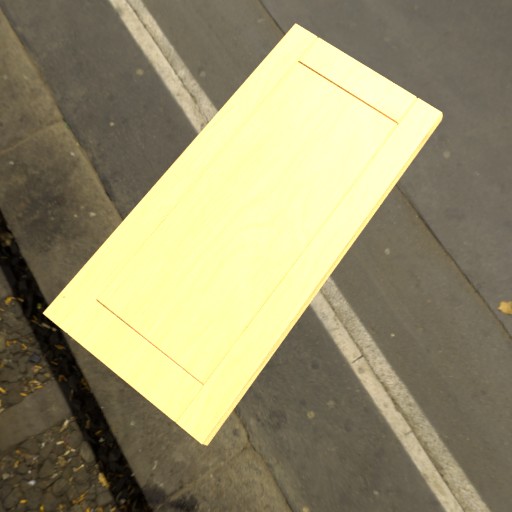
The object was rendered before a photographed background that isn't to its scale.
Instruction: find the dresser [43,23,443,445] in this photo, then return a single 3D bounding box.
[{"bbox_3d":[0.000,0.000,1.393,0.440,0.835,0.915,36,78,9],"label":"dresser"}]
